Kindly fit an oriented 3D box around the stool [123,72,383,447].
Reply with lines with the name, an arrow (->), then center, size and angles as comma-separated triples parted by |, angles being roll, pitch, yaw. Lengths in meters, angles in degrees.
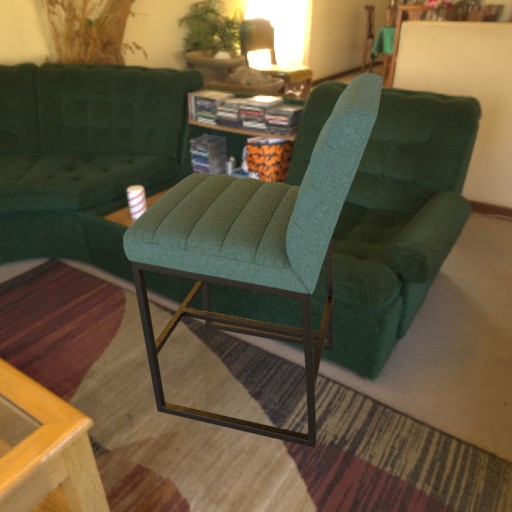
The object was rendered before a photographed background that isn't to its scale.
stool -> 0.000, 0.000, 1.251 | 0.560, 0.940, 0.460 | 8, 31, 13
